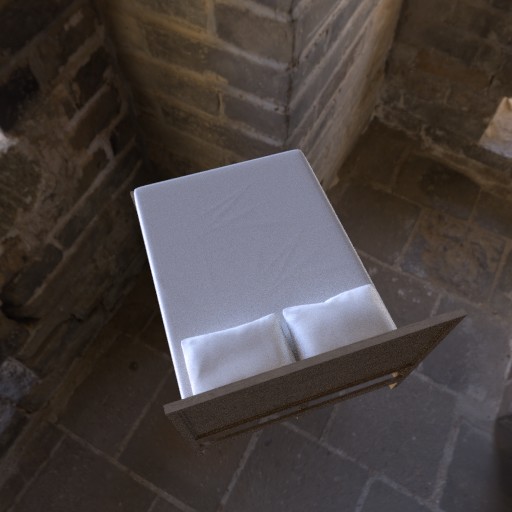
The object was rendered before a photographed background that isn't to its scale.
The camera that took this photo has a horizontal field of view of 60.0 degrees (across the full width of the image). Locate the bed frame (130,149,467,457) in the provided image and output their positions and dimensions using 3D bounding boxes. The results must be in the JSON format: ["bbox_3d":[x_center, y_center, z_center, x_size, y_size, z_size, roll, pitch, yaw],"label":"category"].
[{"bbox_3d":[0.000,0.000,3.315,1.606,1.369,2.189,-16,59,-10],"label":"bed frame"}]
